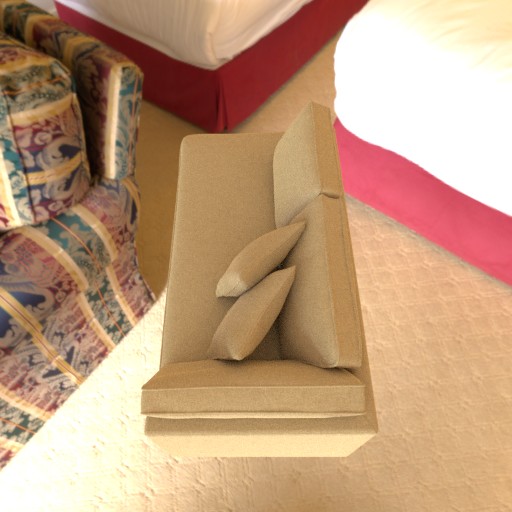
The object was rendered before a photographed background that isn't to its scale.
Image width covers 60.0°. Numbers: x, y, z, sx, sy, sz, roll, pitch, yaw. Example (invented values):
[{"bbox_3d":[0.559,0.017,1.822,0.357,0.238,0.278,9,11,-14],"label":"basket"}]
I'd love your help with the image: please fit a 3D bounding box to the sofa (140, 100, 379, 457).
[{"bbox_3d":[0.000,0.000,2.806,1.110,1.033,2.237,-1,59,0],"label":"sofa"}]
